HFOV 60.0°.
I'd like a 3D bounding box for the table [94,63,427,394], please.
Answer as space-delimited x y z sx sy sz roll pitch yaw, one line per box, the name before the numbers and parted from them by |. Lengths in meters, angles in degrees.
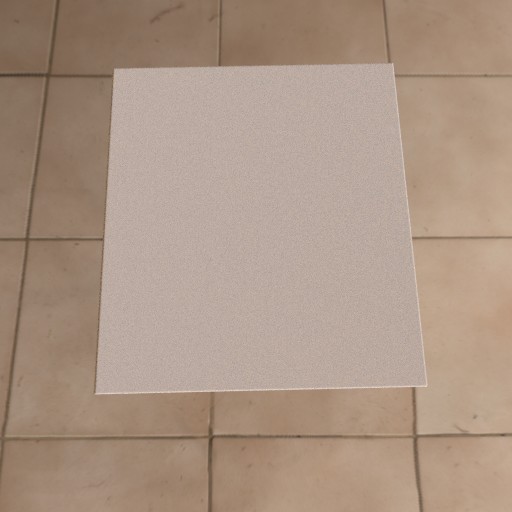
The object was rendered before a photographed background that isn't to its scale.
table | 0.000 0.000 0.774 0.380 0.460 0.420 -1 77 0
